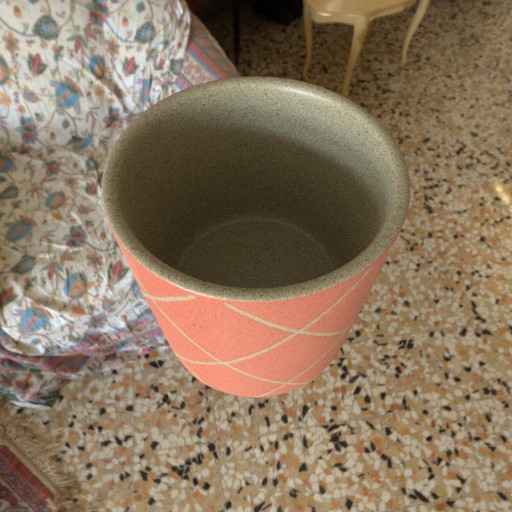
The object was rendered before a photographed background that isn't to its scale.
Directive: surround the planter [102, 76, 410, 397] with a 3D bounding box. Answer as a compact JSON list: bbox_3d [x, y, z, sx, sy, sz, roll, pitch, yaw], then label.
[{"bbox_3d":[0.000,0.000,0.359,0.191,0.200,0.191,0,56,0],"label":"planter"}]
